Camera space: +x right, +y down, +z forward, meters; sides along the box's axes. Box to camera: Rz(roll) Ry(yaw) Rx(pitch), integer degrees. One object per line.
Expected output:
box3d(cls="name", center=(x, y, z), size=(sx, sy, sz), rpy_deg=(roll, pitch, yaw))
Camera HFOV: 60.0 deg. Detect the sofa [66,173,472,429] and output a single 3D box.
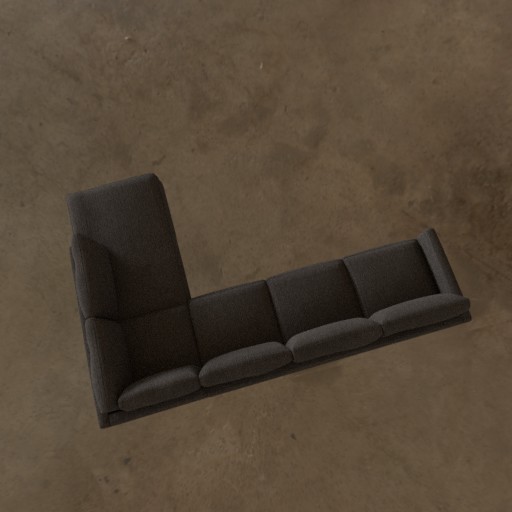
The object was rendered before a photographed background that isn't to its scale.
box3d(cls="sofa", center=(0.000, 0.000, 3.740), size=(2.949, 0.815, 2.007), rpy_deg=(-15, 74, -4))
